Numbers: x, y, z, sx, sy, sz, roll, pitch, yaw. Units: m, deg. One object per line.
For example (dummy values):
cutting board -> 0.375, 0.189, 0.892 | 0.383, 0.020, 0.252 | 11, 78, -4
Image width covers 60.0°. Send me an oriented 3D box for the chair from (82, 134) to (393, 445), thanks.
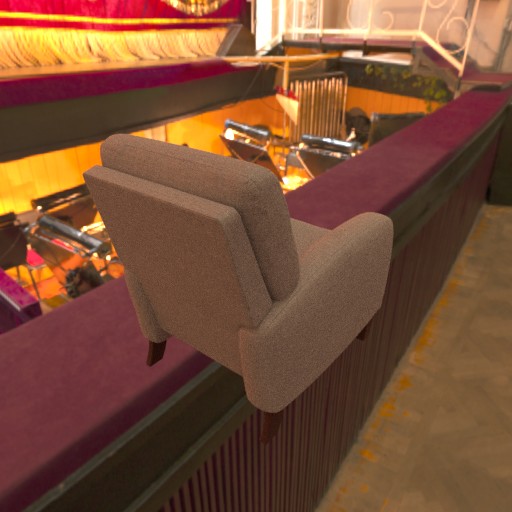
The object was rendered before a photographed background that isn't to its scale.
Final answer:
chair -> 0.000, 0.000, 1.731 | 0.762, 0.990, 0.990 | 21, 35, 34
